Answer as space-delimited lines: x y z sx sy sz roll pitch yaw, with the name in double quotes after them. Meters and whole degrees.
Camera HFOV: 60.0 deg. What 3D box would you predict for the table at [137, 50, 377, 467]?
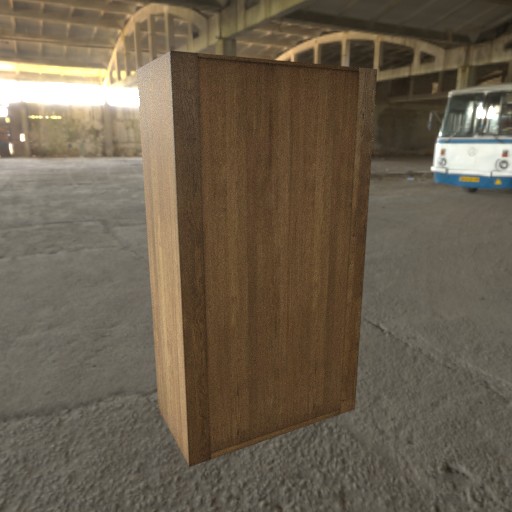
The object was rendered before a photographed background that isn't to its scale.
0.000 0.000 2.554 1.100 2.000 0.600 -8 17 -27 "table"
